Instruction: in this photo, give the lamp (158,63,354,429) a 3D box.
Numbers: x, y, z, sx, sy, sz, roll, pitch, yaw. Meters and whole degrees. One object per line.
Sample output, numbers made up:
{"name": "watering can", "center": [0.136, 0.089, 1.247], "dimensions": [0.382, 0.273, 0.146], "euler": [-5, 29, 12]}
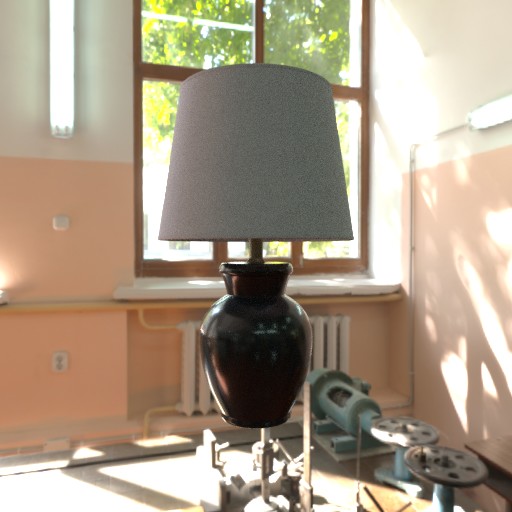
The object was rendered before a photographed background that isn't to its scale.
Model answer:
{"name": "lamp", "center": [0.000, 0.000, 0.552], "dimensions": [0.239, 0.399, 0.239], "euler": [0, 1, 0]}
